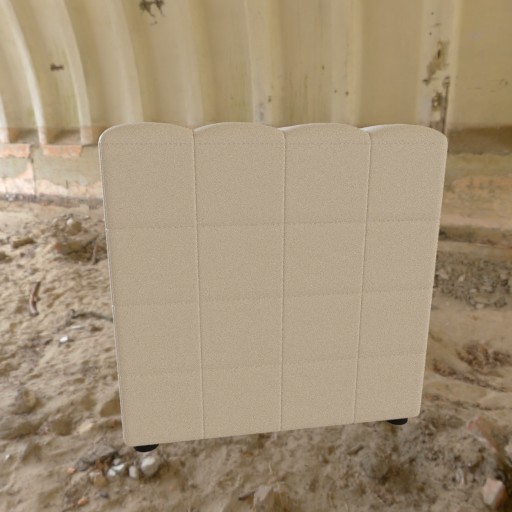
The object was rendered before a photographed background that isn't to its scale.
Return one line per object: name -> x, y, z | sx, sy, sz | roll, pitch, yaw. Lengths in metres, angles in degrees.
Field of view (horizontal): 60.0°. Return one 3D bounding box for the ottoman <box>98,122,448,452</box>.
ottoman -> 0.000, 0.000, 0.772 | 0.425, 0.432, 0.425 | -2, 15, -9
